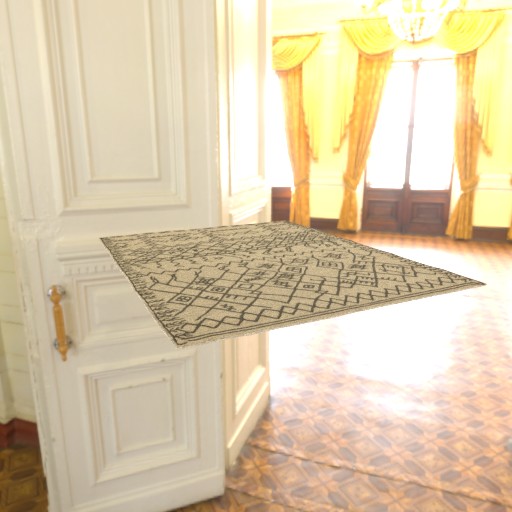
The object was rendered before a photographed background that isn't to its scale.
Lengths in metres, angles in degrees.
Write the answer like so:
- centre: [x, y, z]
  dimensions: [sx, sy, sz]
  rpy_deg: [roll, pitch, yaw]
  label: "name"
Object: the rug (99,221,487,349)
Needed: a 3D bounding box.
- centre: [0.000, 0.000, 3.331]
  dimensions: [1.964, 0.025, 2.455]
  rpy_deg: [-7, 16, -25]
  label: "rug"
